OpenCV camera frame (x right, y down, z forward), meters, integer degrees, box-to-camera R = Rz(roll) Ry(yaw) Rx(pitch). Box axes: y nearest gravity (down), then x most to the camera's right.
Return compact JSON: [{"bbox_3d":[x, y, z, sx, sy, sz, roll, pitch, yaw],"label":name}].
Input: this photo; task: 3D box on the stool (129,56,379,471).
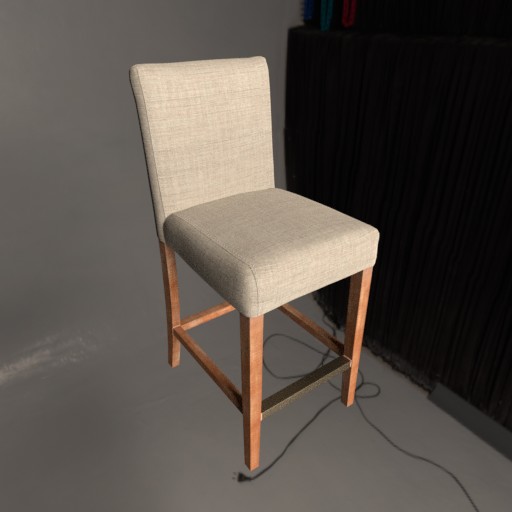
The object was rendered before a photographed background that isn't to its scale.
[{"bbox_3d":[0.000,0.000,1.323,0.454,1.039,0.567,-20,35,-31],"label":"stool"}]
